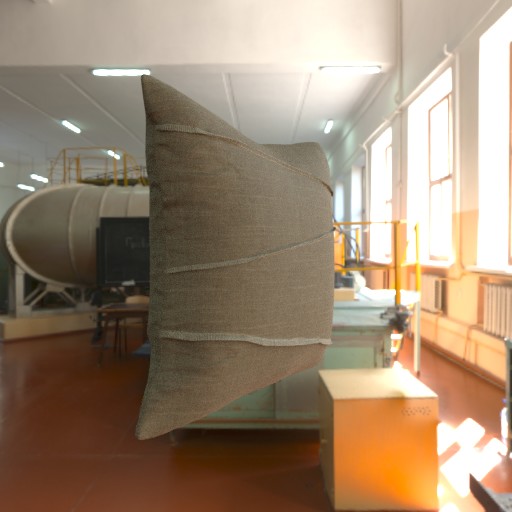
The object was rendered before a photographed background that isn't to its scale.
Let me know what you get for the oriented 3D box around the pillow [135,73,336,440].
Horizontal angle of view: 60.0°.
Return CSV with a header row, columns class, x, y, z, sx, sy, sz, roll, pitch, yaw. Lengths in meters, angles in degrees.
class,x,y,z,sx,sy,sz,roll,pitch,yaw
pillow,0.000,0.000,0.640,0.169,0.400,0.424,1,1,36
